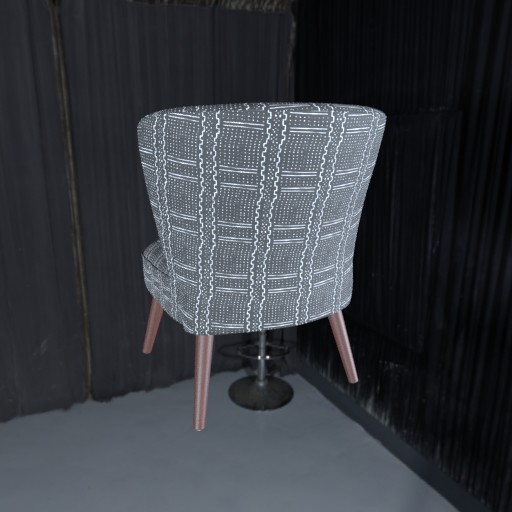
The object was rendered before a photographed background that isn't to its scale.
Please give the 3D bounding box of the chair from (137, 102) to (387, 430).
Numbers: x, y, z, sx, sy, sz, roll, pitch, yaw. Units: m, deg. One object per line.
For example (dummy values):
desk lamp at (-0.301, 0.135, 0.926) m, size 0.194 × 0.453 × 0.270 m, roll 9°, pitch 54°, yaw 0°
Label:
chair at (0.000, 0.000, 1.396) m, size 0.710 × 0.866 × 0.758 m, roll -7°, pitch 16°, yaw -26°
